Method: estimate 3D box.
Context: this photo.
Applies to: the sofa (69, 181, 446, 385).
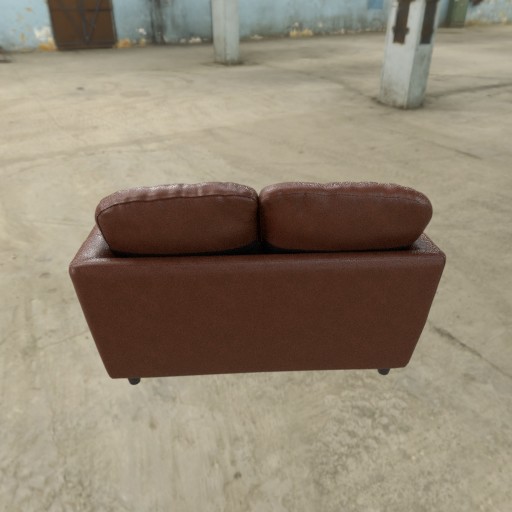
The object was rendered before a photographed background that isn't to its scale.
[{"bbox_3d":[0.000,0.000,1.986,1.406,0.906,0.805,-2,30,-3],"label":"sofa"}]
